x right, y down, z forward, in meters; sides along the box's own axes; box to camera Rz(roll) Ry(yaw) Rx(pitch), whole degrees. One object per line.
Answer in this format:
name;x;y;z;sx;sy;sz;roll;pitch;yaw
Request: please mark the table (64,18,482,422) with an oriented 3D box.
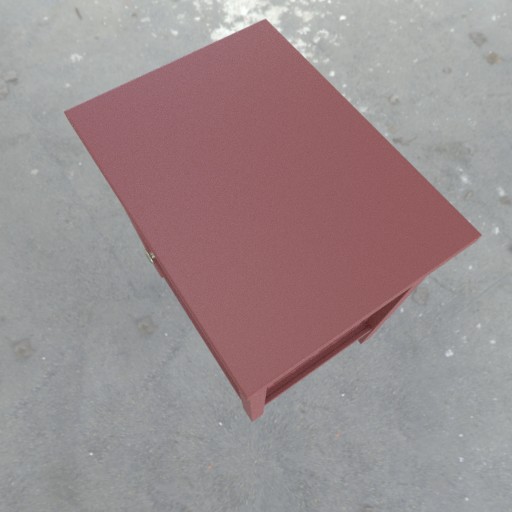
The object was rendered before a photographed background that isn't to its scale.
table;0.000;0.000;1.055;0.451;0.686;0.599;-31;69;-14
